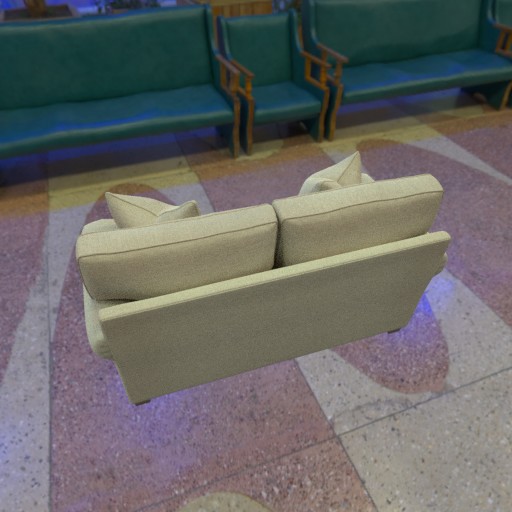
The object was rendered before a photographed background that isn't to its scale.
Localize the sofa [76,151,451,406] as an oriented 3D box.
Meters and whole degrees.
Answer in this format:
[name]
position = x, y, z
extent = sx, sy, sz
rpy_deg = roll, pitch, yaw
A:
[sofa]
position = 0.000, 0.000, 2.322
extent = 1.701, 0.966, 0.966
rpy_deg = -12, 42, -14
